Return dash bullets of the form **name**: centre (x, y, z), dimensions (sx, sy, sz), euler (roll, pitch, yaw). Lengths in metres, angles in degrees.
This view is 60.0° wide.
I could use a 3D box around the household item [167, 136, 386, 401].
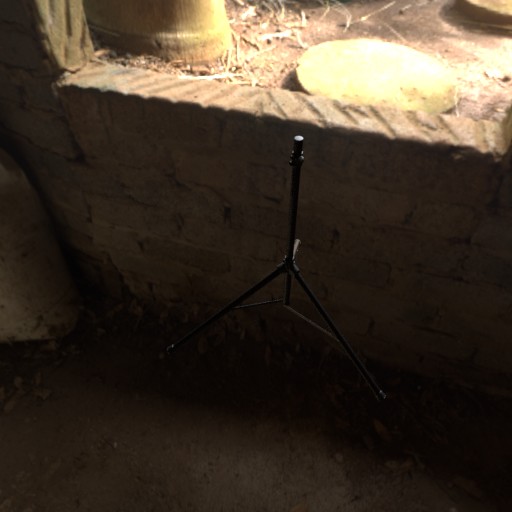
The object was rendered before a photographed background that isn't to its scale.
- **household item**: centre (0.000, 0.000, 2.779), dimensions (1.339, 1.595, 1.596), euler (-12, 47, -11)
